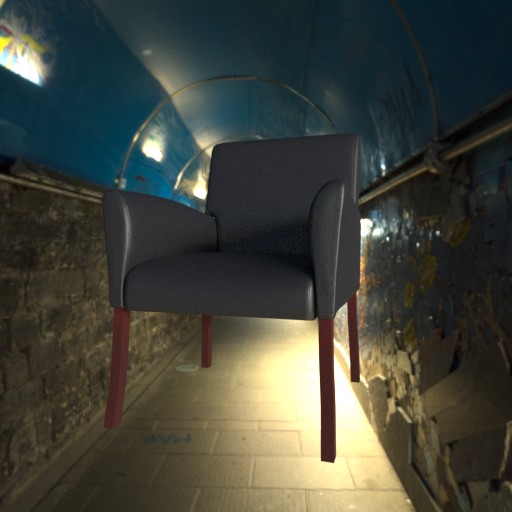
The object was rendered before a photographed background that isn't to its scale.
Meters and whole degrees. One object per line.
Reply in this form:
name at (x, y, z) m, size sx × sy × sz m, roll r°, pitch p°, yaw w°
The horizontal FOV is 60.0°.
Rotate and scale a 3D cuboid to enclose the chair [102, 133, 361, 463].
chair at (0.000, 0.000, 1.499) m, size 0.683 × 0.951 × 0.772 m, roll 1°, pitch 2°, yaw 18°
